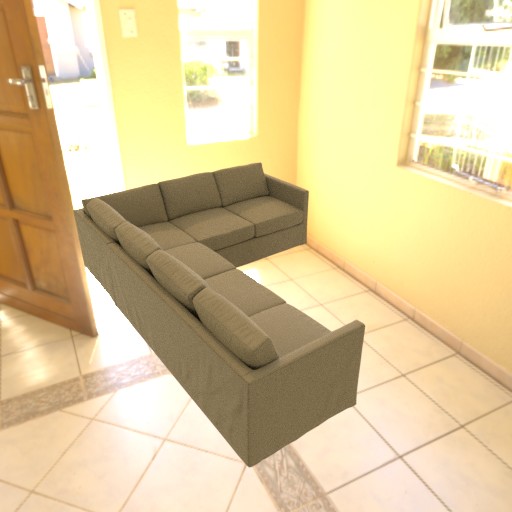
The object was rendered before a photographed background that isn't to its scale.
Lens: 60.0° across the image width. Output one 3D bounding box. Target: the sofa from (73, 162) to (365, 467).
[{"bbox_3d":[0.000,0.000,4.221,2.432,0.871,3.182,-19,32,-32],"label":"sofa"}]
